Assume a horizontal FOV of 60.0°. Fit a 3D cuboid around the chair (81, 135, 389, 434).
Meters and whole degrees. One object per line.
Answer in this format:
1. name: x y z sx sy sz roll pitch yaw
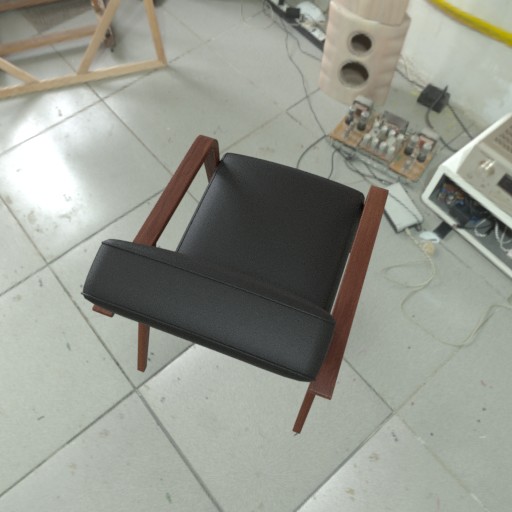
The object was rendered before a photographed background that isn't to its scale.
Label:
1. chair: 0.000 0.000 1.523 0.719 0.861 0.889 18 65 9
